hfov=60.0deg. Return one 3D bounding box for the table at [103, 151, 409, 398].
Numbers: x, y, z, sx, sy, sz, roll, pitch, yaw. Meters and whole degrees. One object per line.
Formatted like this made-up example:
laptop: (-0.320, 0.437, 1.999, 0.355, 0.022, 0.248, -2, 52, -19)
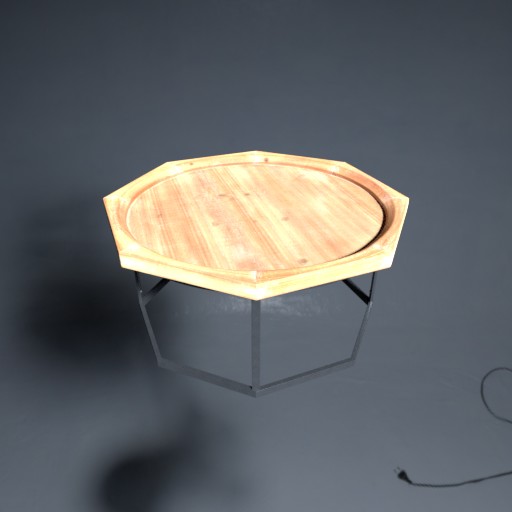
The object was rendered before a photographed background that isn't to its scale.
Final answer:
table: (0.000, 0.000, 1.564, 1.002, 0.444, 1.002, 0, 31, 0)
